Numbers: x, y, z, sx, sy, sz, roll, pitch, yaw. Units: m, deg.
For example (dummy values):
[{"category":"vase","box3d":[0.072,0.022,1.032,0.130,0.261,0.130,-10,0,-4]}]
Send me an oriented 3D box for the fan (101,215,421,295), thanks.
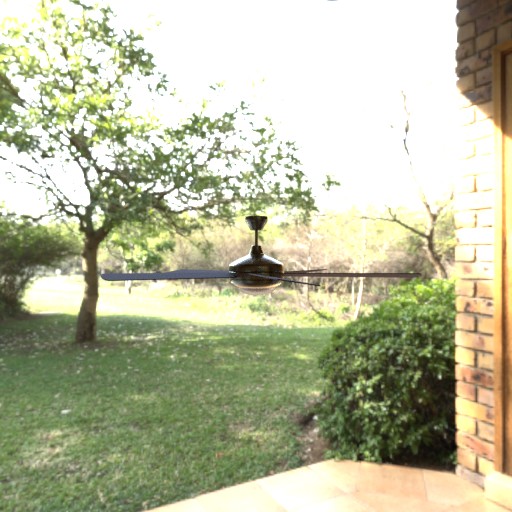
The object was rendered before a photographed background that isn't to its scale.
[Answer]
[{"category":"fan","box3d":[0.000,0.000,2.006,1.321,0.356,1.321,0,0,-35]}]
